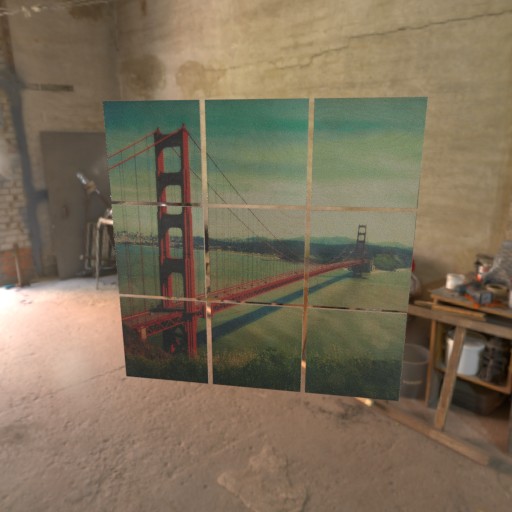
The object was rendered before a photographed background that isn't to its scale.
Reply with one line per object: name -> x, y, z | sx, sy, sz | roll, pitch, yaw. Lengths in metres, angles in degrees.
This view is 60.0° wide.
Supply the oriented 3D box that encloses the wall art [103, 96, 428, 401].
wall art -> 0.000, 0.000, 2.252 | 1.519, 1.507, 0.014 | 2, 15, 9
